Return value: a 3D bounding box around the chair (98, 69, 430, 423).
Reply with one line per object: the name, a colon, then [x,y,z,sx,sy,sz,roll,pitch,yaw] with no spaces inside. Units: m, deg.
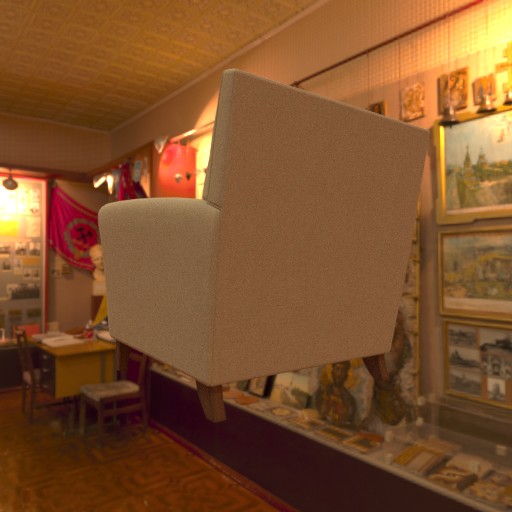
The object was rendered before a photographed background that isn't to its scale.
chair: [0.000,0.000,1.552,0.840,0.846,0.871,1,-1,-37]
